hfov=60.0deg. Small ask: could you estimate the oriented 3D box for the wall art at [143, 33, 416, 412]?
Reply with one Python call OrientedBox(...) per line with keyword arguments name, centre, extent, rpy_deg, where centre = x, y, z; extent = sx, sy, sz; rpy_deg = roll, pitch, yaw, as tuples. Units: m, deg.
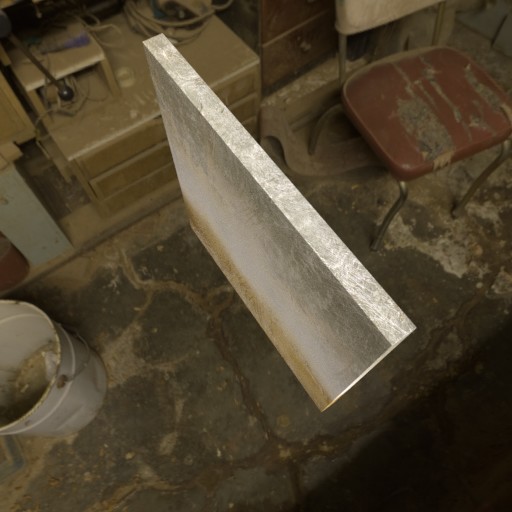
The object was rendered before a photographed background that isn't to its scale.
OrientedBox(name="wall art", centre=(0.000, 0.000, 0.894), extent=(0.038, 0.610, 0.610), rpy_deg=(-31, 68, -14))
